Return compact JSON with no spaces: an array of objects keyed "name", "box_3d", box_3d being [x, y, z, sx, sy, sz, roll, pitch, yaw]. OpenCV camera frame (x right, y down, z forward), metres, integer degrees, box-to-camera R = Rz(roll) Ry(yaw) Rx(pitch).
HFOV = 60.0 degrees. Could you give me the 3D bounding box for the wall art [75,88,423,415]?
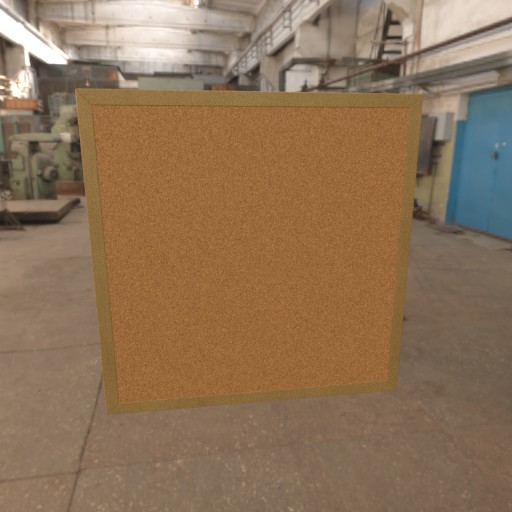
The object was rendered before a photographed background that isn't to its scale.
[{"name":"wall art","box_3d":[0.000,0.000,0.441,0.305,0.305,0.038,-2,15,-8]}]
